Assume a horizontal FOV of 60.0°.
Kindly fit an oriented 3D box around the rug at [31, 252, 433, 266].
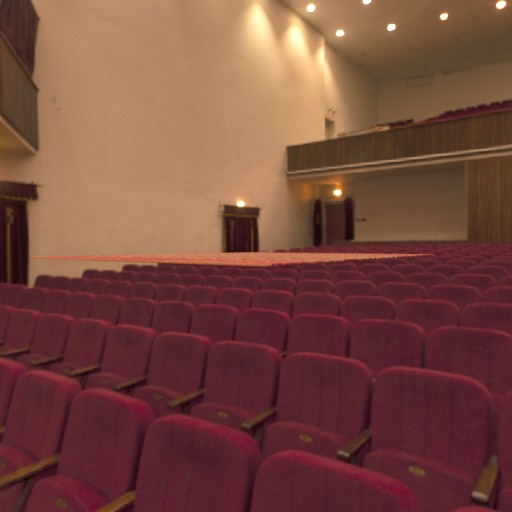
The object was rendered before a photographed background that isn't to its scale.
[{"bbox_3d":[0.000,0.000,4.206,2.441,0.016,3.095,1,2,37],"label":"rug"}]
